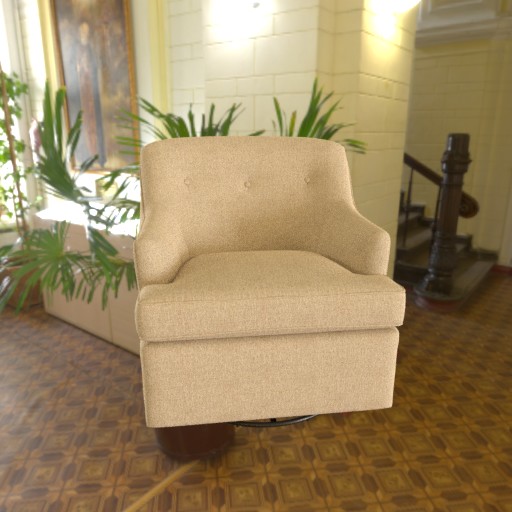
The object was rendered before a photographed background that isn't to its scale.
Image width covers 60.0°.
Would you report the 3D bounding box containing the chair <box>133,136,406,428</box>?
[{"bbox_3d":[0.000,0.000,1.646,0.864,0.856,0.923,-2,16,-7],"label":"chair"}]
